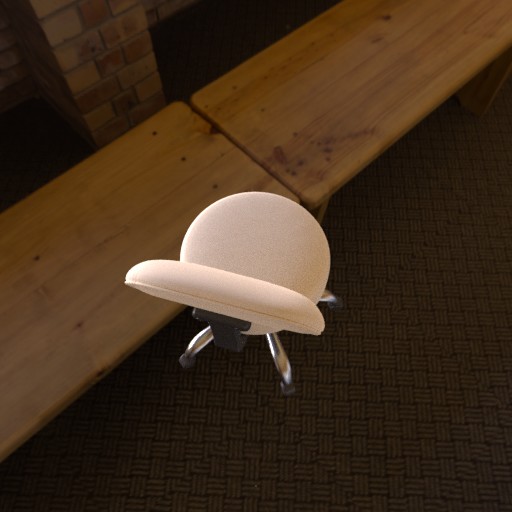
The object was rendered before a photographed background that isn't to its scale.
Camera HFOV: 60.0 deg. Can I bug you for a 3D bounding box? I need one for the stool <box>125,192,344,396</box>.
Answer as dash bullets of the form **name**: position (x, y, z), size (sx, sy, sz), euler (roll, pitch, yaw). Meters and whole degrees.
- **stool**: position (0.000, 0.000, 1.252), size (0.609, 0.810, 0.616), euler (14, 63, 7)
